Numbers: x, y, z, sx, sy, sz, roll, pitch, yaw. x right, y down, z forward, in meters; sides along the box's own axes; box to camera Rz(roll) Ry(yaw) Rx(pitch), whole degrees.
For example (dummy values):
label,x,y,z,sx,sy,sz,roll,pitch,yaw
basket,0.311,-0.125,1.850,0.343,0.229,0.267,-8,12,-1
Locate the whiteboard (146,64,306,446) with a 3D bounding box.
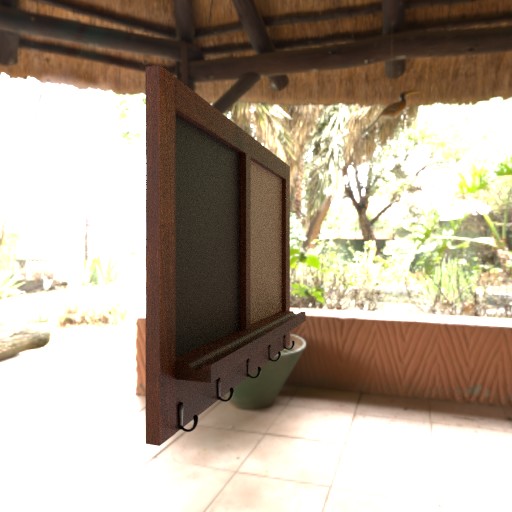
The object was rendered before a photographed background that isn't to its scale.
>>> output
label,x,y,z,sx,sy,sz,roll,pitch,yaw
whiteboard,0.000,0.000,0.999,0.083,0.553,0.768,0,0,19
